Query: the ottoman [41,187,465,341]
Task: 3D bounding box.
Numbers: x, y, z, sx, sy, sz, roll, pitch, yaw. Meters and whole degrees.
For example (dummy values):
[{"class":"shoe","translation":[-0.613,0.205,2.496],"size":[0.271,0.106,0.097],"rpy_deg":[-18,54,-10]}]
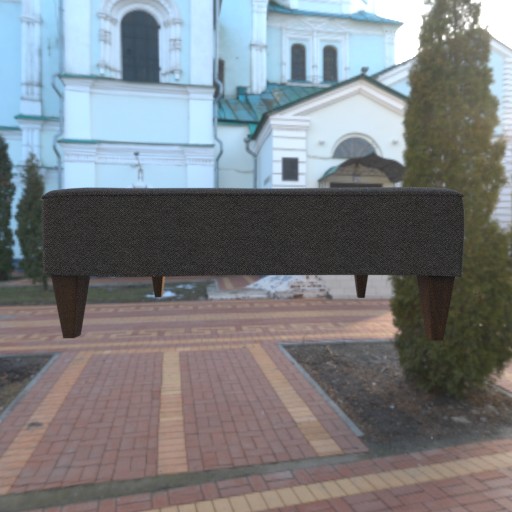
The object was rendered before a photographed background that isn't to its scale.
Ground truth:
[{"class":"ottoman","translation":[0.000,0.000,1.486],"size":[0.981,0.378,0.970],"rpy_deg":[0,1,2]}]
